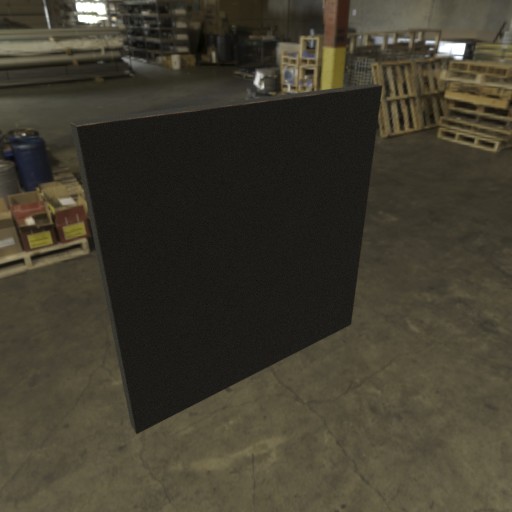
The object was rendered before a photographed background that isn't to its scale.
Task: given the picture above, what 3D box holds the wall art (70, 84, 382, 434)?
[{"bbox_3d":[0.000,0.000,1.132,0.762,0.762,0.038,-19,34,-30],"label":"wall art"}]
